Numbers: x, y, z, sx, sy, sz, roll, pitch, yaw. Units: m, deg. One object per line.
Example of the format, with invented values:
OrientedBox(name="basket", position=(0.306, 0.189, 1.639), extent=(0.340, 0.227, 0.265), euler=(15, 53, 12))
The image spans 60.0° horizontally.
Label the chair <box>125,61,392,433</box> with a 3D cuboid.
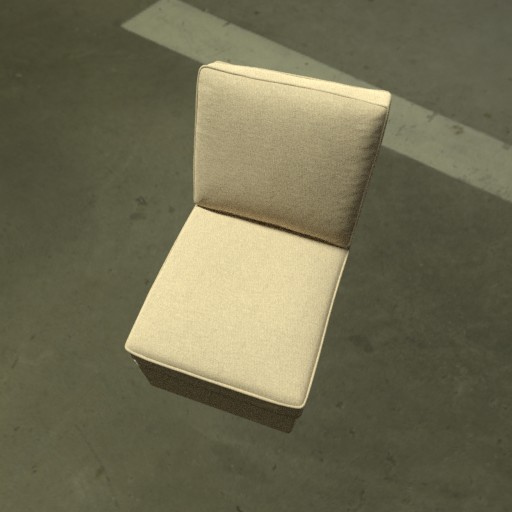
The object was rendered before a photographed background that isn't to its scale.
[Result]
OrientedBox(name="chair", position=(0.000, 0.000, 1.571), extent=(0.621, 0.970, 0.938), euler=(16, 59, 10))
